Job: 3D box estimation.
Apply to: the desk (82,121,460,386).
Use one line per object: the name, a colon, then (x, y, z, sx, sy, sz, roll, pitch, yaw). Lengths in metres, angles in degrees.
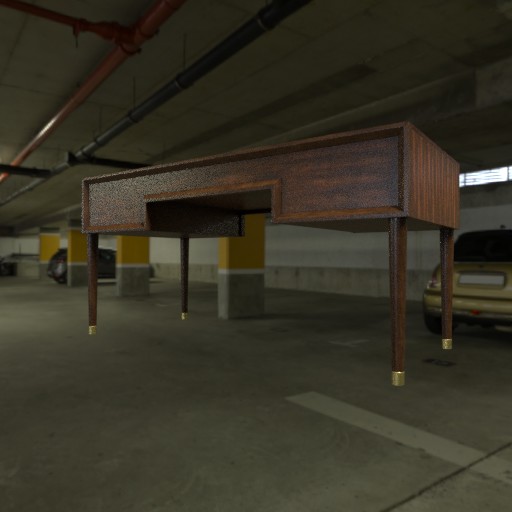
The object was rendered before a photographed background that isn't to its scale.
desk: (0.000, 0.000, 2.008, 1.575, 0.762, 0.724, 0, 0, 35)
